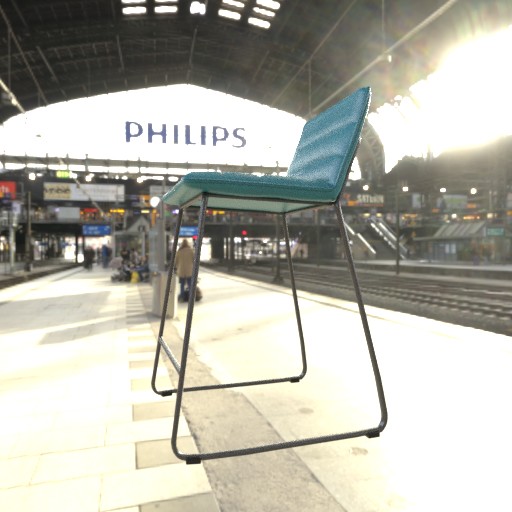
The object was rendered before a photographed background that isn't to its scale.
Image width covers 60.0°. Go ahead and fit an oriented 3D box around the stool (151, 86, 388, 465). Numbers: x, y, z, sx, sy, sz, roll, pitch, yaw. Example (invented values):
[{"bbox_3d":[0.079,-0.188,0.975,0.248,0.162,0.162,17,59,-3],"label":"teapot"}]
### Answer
[{"bbox_3d":[0.000,0.000,1.215,0.524,0.866,0.489,0,1,-19],"label":"stool"}]
